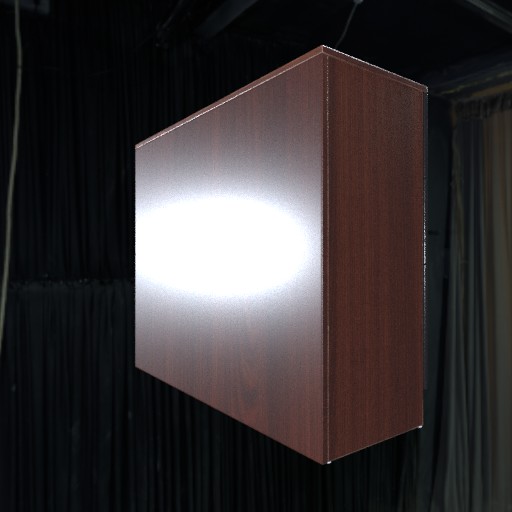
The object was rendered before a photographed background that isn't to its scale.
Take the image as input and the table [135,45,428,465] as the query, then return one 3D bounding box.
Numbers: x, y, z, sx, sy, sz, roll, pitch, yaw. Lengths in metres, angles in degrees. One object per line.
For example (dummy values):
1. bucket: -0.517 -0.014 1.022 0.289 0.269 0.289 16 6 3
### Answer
1. table: 0.000 0.000 1.317 0.380 0.790 0.930 0 0 -37
